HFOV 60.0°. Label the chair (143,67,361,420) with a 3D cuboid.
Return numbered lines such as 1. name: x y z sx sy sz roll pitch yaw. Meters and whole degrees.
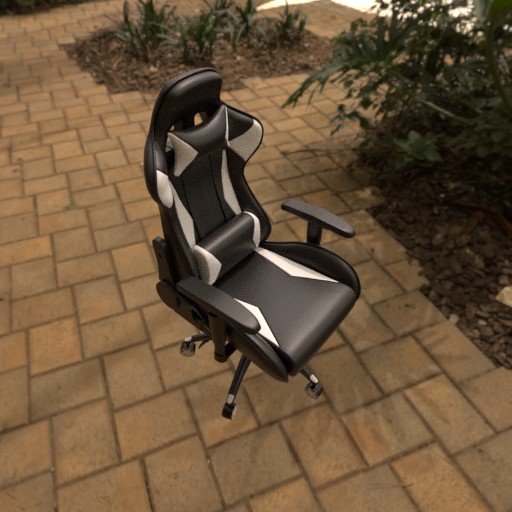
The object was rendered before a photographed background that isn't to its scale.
1. chair: 0.000 0.000 1.720 0.695 1.285 0.730 27 48 28
